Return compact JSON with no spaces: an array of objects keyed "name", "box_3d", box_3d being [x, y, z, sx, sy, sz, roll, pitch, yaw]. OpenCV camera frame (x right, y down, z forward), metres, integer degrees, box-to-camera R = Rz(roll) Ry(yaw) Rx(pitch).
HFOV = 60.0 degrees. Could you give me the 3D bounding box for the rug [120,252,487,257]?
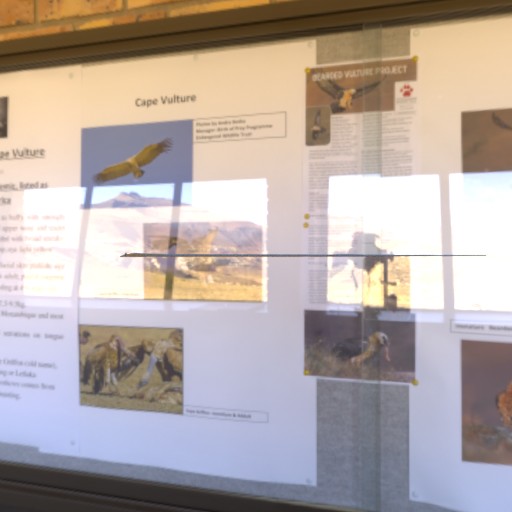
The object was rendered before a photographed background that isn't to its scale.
[{"name":"rug","box_3d":[0.000,0.000,3.908,2.277,0.020,2.867,0,0,-18]}]
